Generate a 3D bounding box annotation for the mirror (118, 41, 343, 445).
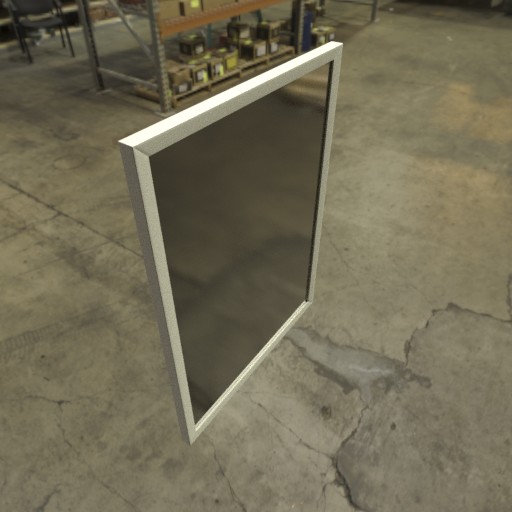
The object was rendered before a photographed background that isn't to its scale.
[{"bbox_3d":[0.000,0.000,1.309,0.040,1.016,0.762,25,46,26],"label":"mirror"}]
